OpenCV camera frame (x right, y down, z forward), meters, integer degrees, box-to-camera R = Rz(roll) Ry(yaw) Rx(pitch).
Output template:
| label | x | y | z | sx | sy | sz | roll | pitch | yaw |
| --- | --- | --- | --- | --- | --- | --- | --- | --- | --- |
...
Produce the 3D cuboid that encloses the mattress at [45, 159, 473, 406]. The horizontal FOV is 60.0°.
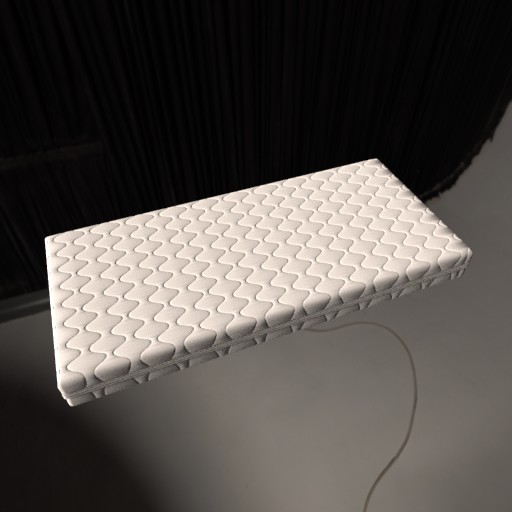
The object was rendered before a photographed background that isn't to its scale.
| label | x | y | z | sx | sy | sz | roll | pitch | yaw |
| --- | --- | --- | --- | --- | --- | --- | --- | --- | --- |
| mattress | 0.000 | 0.000 | 2.302 | 2.000 | 0.200 | 0.900 | -16 | 48 | -15 |
